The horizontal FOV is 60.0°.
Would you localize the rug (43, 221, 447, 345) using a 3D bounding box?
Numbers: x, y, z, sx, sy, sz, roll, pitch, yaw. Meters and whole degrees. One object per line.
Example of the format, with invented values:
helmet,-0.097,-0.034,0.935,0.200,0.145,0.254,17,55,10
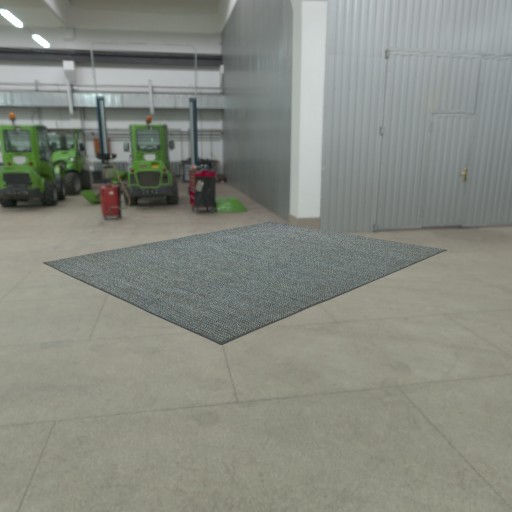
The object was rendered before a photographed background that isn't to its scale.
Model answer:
rug,0.000,0.000,4.268,2.456,0.021,3.068,13,19,42
